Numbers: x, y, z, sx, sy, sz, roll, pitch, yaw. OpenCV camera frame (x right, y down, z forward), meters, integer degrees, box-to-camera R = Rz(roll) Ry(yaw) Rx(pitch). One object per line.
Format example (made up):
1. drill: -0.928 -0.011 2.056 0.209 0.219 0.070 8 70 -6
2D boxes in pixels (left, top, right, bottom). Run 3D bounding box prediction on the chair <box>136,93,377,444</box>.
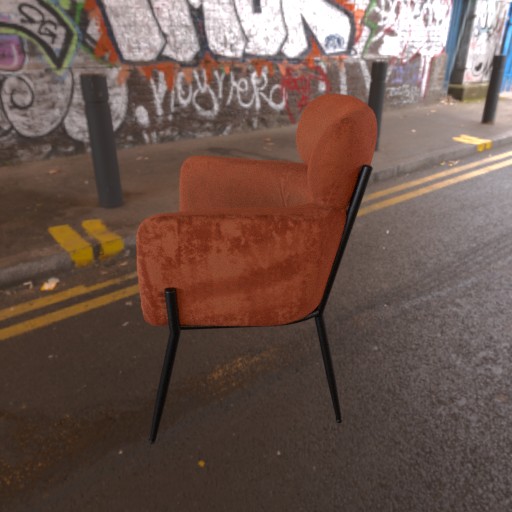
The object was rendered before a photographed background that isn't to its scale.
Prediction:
1. chair: 0.000 0.000 1.151 0.523 0.772 0.561 1 26 1
